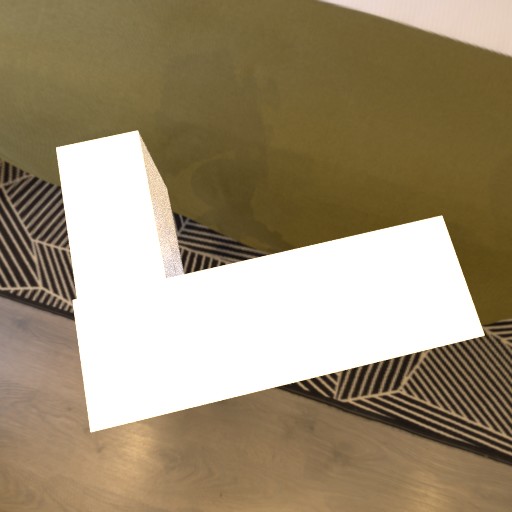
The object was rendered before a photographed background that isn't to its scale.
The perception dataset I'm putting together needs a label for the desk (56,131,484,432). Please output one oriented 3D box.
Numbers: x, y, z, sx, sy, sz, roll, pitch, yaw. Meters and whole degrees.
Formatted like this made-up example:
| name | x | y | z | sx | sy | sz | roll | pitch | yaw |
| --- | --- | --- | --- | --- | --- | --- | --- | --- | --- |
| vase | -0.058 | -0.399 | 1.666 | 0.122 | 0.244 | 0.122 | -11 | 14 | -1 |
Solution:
| name | x | y | z | sx | sy | sz | roll | pitch | yaw |
| --- | --- | --- | --- | --- | --- | --- | --- | --- | --- |
| desk | 0.000 | 0.000 | 2.172 | 1.524 | 0.759 | 1.199 | -13 | 76 | -3 |
